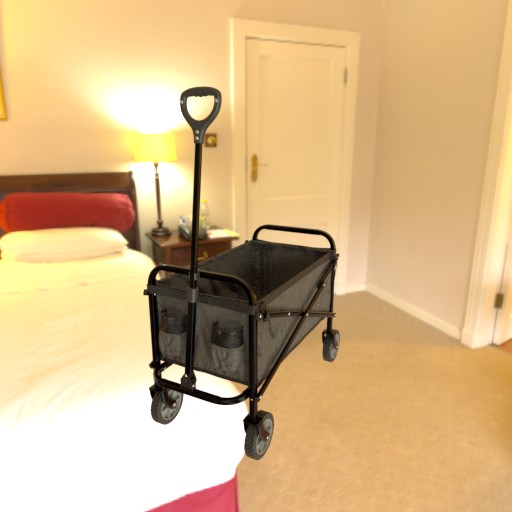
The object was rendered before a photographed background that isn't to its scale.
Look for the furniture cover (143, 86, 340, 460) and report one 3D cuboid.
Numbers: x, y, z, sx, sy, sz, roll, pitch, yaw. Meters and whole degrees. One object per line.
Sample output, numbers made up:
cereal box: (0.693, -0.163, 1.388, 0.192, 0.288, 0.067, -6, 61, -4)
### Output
furniture cover: (0.000, 0.000, 1.891, 0.532, 1.295, 1.038, 8, 17, 27)
